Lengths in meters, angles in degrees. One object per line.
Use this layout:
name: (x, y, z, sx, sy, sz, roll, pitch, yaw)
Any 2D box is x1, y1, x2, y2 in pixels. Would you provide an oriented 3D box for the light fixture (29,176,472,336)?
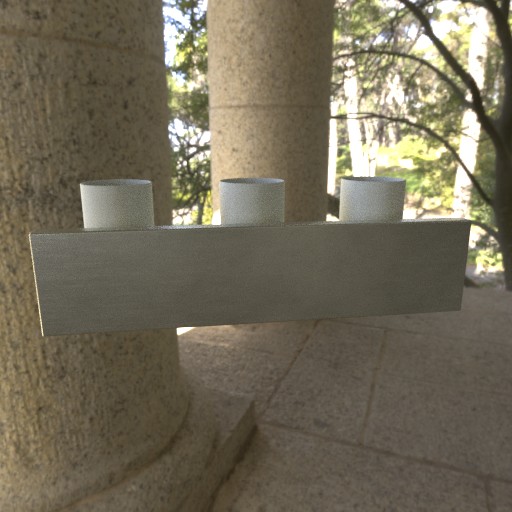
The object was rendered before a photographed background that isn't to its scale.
light fixture: (0.000, 0.000, 0.527, 0.451, 0.172, 0.145, -2, 15, -8)
